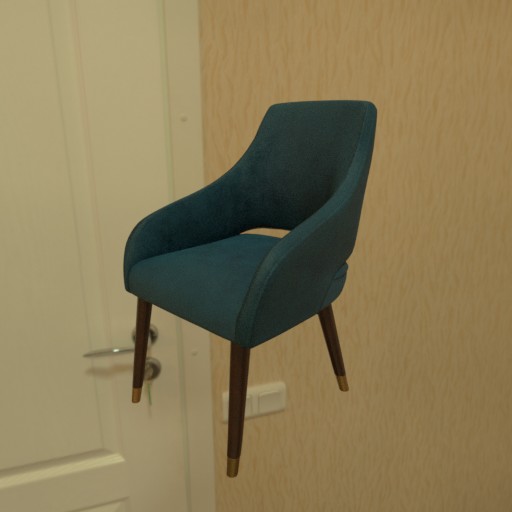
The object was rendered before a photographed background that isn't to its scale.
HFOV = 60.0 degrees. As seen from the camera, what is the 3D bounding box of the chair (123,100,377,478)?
[{"bbox_3d":[0.000,0.000,1.601,0.683,1.081,0.794,16,23,41],"label":"chair"}]
